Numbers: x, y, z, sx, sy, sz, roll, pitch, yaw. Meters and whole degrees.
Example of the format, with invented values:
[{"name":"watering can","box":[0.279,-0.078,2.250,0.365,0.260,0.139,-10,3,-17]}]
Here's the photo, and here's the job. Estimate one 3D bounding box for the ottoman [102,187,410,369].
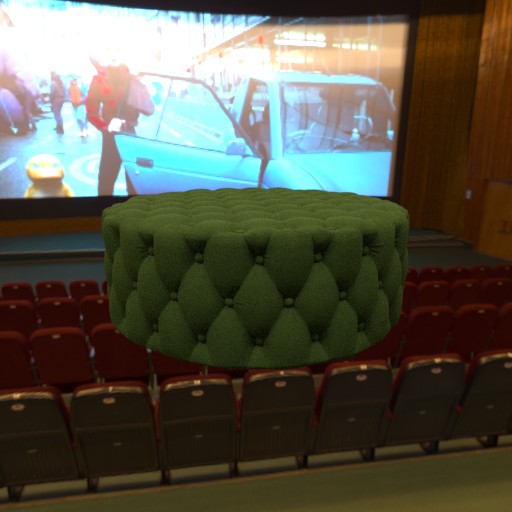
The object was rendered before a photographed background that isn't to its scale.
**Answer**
[{"name":"ottoman","box":[0.000,0.000,1.524,0.998,0.399,0.998,0,14,0]}]
